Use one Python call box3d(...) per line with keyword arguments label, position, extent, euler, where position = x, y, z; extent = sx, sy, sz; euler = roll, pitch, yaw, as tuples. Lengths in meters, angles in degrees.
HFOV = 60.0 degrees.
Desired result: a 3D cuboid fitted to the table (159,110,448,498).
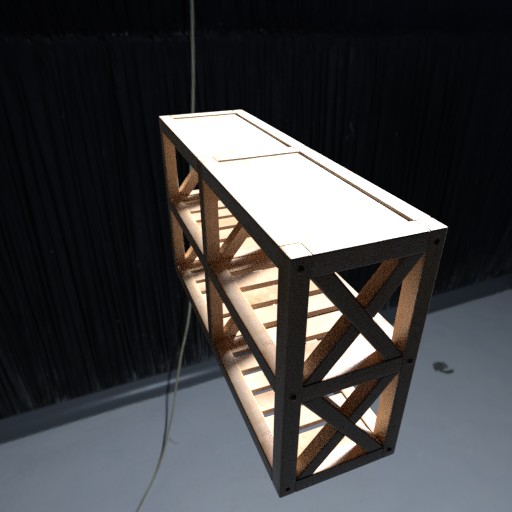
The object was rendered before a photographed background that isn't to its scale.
box3d(label="table", position=(0.000, 0.000, 1.616), extent=(0.381, 0.762, 1.320), euler=(-11, 32, -19))
